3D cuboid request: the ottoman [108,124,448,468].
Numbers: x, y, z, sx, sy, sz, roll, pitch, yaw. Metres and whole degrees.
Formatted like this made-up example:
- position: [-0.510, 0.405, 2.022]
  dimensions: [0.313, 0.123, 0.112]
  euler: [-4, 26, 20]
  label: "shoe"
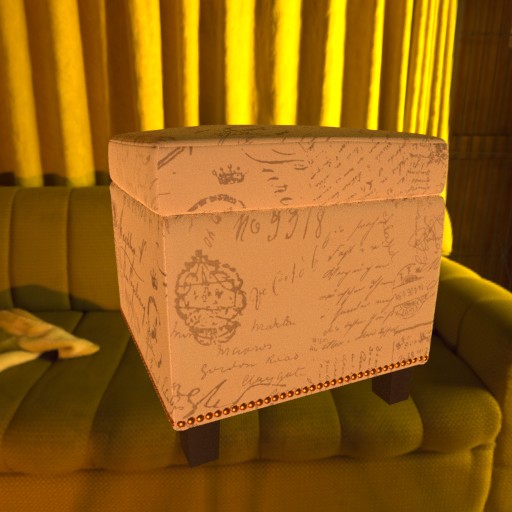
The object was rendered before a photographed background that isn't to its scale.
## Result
- position: [0.000, 0.000, 0.806]
  dimensions: [0.449, 0.457, 0.450]
  euler: [-7, 17, -24]
  label: "ottoman"
